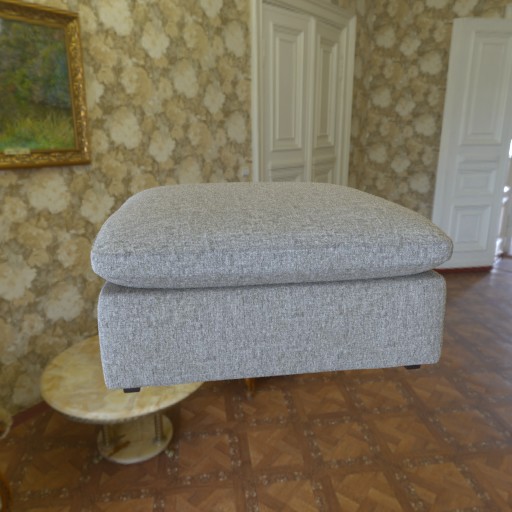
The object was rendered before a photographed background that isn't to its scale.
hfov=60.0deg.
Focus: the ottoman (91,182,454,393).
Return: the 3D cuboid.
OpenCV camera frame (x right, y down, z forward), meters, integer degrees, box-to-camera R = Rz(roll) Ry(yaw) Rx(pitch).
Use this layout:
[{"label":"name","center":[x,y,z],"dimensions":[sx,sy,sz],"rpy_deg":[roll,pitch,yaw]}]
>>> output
[{"label":"ottoman","center":[0.000,0.000,1.681],"dimensions":[1.035,0.526,1.039],"rpy_deg":[-2,15,-8]}]
